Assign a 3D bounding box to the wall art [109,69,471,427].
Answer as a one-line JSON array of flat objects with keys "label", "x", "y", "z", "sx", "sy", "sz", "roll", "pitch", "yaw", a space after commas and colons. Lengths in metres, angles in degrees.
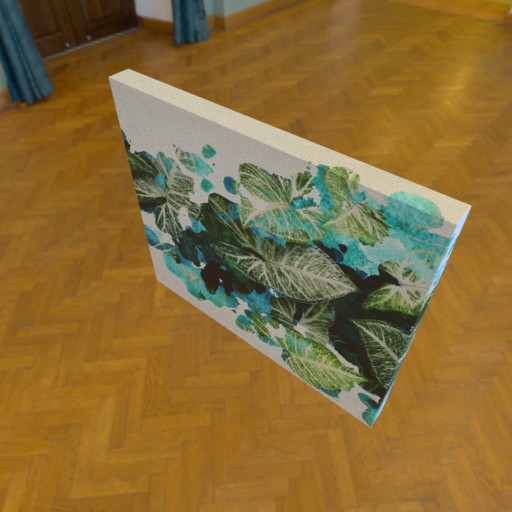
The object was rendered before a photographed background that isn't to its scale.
[{"label": "wall art", "x": 0.000, "y": 0.000, "z": 0.684, "sx": 0.507, "sy": 0.435, "sz": 0.041, "roll": 30, "pitch": 52, "yaw": 26}]
